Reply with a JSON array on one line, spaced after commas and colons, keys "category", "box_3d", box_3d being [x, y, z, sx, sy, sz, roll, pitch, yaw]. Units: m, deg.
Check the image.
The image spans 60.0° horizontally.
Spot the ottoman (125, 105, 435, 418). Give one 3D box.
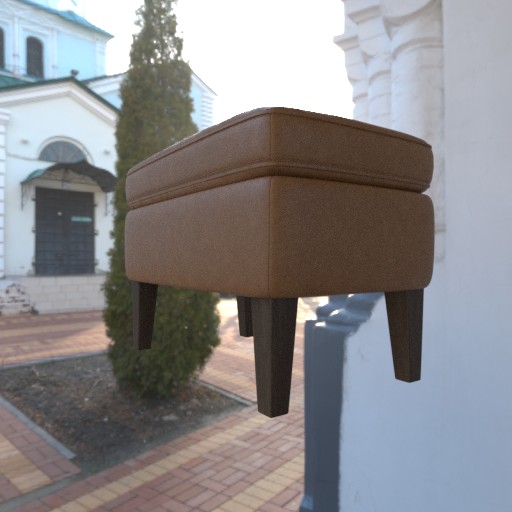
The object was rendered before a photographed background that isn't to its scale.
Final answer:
[{"category": "ottoman", "box_3d": [0.000, 0.000, 0.988, 0.420, 0.480, 0.670, 0, 0, -34]}]
